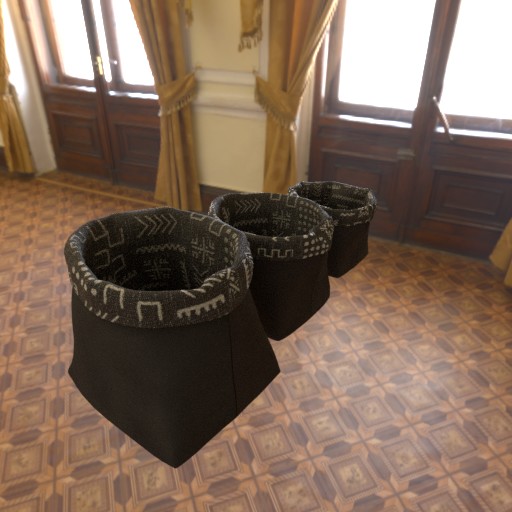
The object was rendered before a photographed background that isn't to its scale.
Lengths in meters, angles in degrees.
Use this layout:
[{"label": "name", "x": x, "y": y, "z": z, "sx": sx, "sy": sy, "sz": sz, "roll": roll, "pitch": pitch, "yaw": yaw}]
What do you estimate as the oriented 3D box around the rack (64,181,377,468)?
[{"label": "rack", "x": 0.000, "y": 0.000, "z": 1.067, "sx": 0.379, "sy": 0.323, "sz": 0.905, "roll": 22, "pitch": 37, "yaw": 32}]
